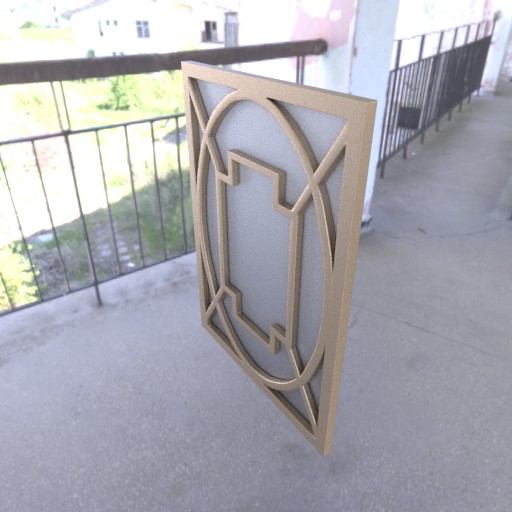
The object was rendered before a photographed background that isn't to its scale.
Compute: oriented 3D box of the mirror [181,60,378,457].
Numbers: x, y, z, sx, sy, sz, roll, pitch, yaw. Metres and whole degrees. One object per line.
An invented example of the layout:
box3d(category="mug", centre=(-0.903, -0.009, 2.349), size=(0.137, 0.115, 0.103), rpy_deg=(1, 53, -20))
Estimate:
box3d(category="mirror", centre=(0.000, 0.000, 1.347), size=(0.032, 1.023, 0.756), rpy_deg=(-19, 35, -30))
